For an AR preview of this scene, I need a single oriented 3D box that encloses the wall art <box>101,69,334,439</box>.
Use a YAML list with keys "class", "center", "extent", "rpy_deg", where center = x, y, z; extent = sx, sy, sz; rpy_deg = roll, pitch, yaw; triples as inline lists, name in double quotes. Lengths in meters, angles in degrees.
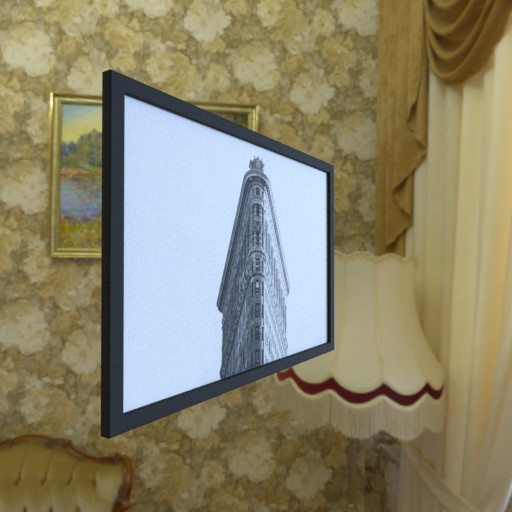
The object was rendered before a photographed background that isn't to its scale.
- class: "wall art"
  center: [0.000, 0.000, 1.195]
  extent: [0.049, 0.659, 0.964]
  rpy_deg: [-1, -1, 36]
